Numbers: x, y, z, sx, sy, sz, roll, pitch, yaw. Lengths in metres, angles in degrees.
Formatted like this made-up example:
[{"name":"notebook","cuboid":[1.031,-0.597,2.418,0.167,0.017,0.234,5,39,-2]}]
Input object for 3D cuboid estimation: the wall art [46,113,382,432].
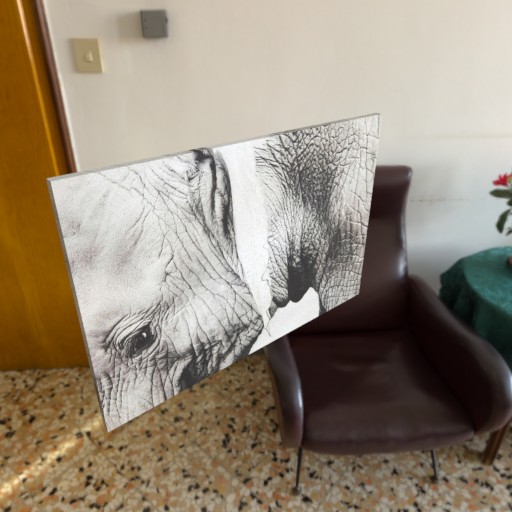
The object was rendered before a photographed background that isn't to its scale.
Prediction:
[{"name":"wall art","cuboid":[0.000,0.000,1.149,0.914,0.607,0.023,-22,35,-34]}]
